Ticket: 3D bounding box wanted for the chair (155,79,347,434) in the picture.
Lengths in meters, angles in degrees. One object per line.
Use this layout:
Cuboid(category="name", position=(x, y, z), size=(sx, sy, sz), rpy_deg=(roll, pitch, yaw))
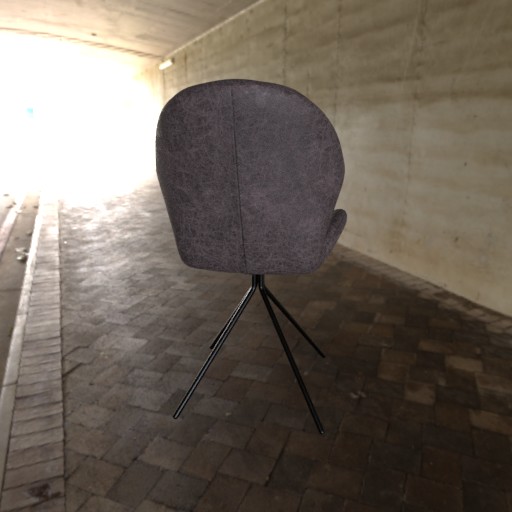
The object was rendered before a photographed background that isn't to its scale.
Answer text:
Cuboid(category="chair", position=(0.000, 0.000, 1.323), size=(0.527, 0.934, 0.640), rpy_deg=(3, 17, 9))
